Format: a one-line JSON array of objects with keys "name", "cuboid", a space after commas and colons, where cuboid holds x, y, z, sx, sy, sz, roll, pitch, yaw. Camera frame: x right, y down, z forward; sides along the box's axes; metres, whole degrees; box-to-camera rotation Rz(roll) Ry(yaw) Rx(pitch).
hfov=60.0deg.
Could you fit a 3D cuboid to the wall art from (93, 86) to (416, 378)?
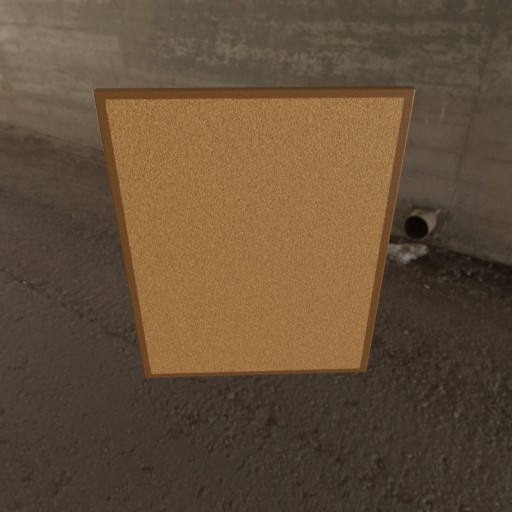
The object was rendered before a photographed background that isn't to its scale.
[{"name": "wall art", "cuboid": [0.000, 0.000, 0.764, 0.449, 0.550, 0.021, -1, 31, -2]}]
